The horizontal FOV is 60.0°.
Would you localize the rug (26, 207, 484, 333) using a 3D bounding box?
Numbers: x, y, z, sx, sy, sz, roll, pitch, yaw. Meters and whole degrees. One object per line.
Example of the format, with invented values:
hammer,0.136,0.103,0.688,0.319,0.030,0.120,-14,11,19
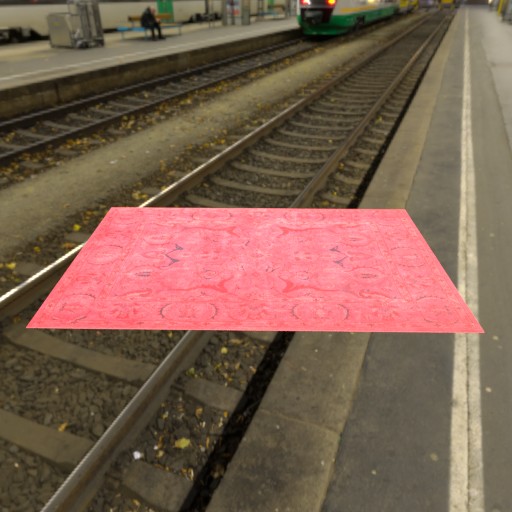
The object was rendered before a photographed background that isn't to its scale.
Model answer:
rug,0.000,0.000,3.001,2.423,0.010,1.534,0,31,1
